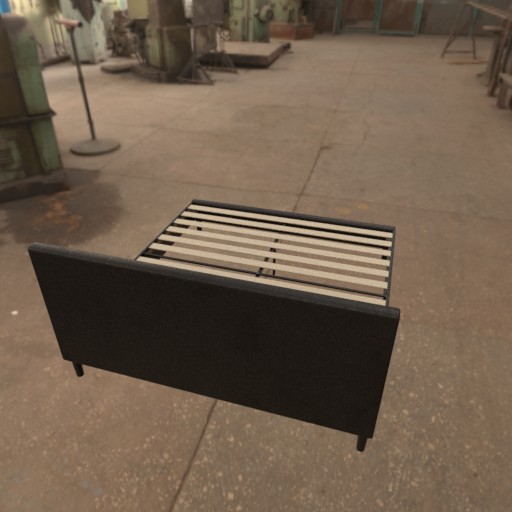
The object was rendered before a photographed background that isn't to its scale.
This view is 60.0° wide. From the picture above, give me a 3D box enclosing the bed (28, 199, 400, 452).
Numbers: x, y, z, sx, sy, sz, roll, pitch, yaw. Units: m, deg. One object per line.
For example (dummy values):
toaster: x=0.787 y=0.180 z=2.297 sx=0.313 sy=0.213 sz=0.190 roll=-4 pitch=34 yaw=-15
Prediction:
bed: x=0.000 y=0.000 z=3.366 sx=2.018 sy=1.046 sz=2.152 roll=9 pitch=34 yaw=14
